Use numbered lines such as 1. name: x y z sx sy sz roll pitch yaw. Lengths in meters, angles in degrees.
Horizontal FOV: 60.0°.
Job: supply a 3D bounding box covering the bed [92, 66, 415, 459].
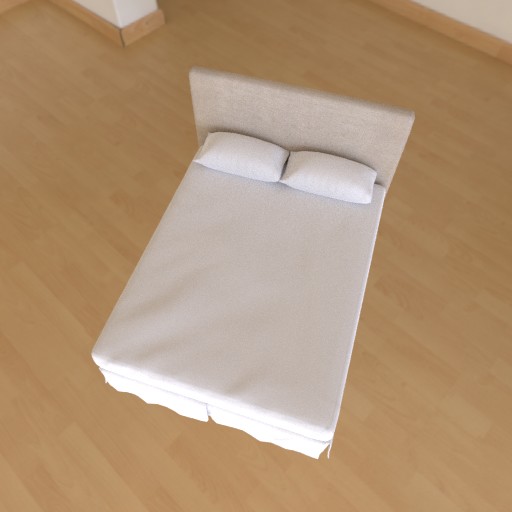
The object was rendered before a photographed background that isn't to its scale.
1. bed: 0.000 0.000 3.169 1.713 1.330 2.162 15 59 9
